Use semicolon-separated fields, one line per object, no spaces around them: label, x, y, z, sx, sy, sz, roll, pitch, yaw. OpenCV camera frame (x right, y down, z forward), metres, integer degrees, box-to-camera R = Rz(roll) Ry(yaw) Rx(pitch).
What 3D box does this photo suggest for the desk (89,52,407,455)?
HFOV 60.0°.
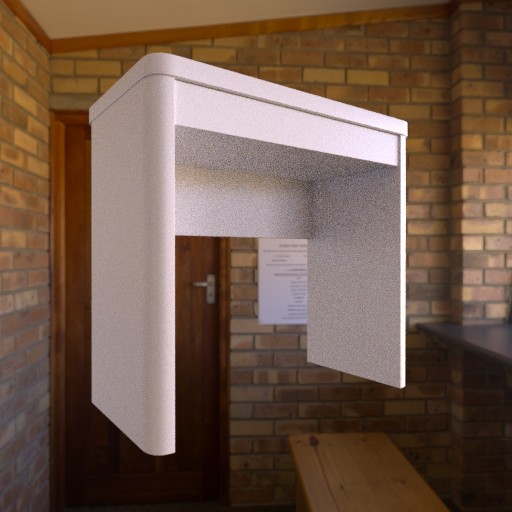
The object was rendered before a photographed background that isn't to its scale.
desk;0.000;0.000;1.221;0.790;0.760;0.446;0;0;-36
